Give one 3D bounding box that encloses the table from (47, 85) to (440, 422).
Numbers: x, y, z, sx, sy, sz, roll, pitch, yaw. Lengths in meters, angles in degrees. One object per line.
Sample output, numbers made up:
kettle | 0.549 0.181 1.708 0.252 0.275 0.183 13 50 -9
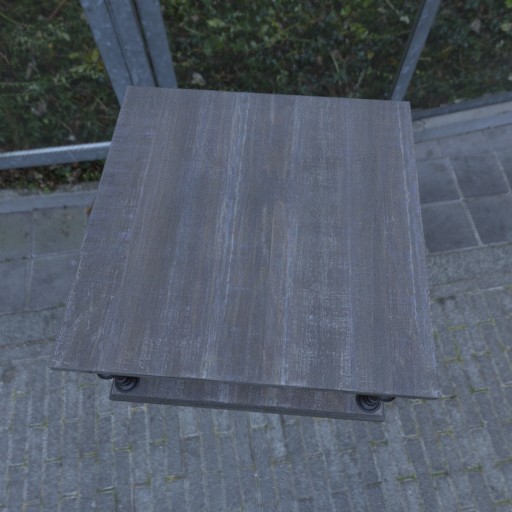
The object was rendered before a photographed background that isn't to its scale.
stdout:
table | 0.000 0.000 1.115 0.696 0.400 0.696 4 64 2
